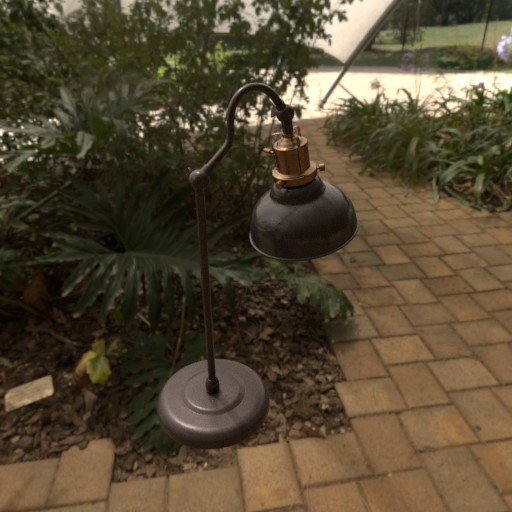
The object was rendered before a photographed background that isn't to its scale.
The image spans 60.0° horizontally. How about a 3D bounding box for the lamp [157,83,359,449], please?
[{"bbox_3d":[0.000,0.000,0.694,0.374,0.508,0.192,-19,33,-33],"label":"lamp"}]
